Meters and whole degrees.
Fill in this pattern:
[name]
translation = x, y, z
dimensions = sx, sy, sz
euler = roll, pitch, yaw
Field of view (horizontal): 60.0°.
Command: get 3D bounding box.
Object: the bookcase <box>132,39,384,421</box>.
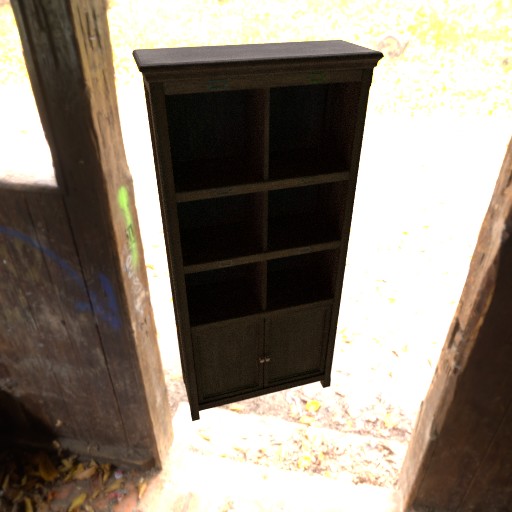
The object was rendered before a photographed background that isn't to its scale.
[bookcase]
translation = 0.000, 0.000, 2.209
dimensions = 0.906, 1.880, 0.348
euler = -10, 35, -14
